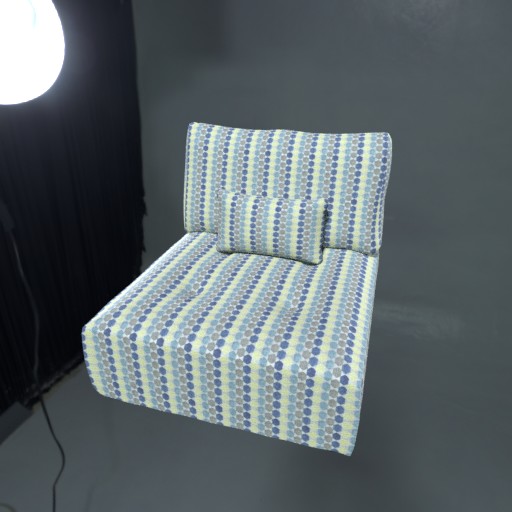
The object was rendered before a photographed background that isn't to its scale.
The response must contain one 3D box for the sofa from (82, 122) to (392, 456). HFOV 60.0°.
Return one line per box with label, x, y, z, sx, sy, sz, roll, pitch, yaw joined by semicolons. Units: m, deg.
sofa;0.000;0.000;1.728;0.930;0.830;1.000;8;27;15
